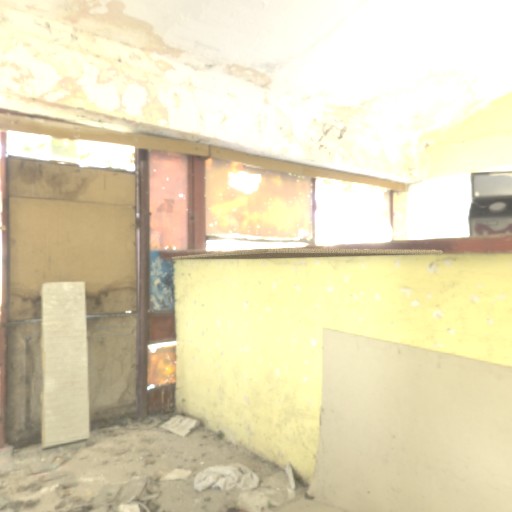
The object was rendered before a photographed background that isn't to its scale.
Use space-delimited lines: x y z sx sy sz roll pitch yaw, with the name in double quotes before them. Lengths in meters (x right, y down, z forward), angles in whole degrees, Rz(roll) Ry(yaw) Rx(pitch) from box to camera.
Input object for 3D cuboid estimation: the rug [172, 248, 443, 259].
"rug" 0.000 0.000 2.570 0.678 0.014 2.276 0 -1 -18
